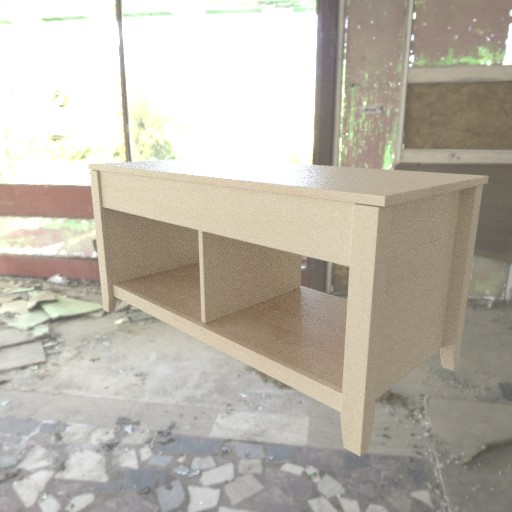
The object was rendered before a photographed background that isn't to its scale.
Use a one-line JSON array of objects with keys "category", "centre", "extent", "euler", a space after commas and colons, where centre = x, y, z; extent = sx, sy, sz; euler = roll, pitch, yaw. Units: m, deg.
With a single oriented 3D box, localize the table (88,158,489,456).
[{"category": "table", "centre": [0.000, 0.000, 1.246], "extent": [1.016, 0.483, 0.457], "euler": [15, 22, 43]}]
